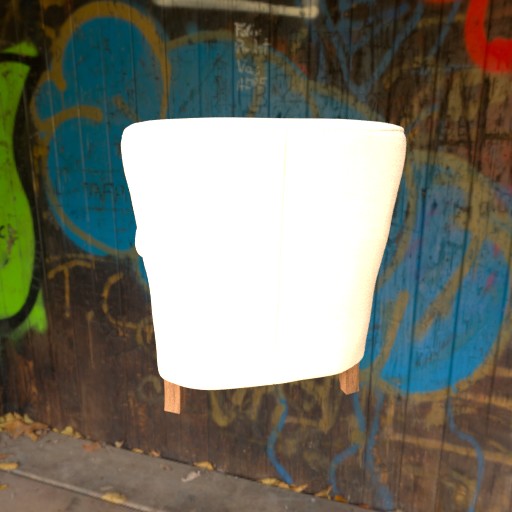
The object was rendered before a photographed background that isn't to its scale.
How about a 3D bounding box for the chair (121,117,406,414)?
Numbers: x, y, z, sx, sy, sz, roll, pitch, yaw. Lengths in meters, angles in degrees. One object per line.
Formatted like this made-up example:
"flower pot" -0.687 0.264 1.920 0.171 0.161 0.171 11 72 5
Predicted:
"chair" 0.000 0.000 1.657 0.861 0.936 0.921 -2 14 -10
